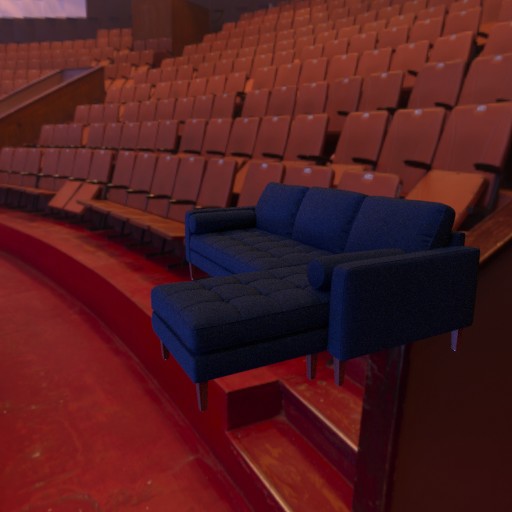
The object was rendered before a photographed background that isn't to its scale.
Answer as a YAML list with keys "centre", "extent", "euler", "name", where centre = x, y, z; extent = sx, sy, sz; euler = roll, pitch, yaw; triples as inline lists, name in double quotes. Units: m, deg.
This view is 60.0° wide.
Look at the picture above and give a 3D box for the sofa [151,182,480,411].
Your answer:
- centre: [0.000, 0.000, 2.969]
  extent: [1.613, 0.841, 2.185]
  euler: [-7, 15, -27]
  name: "sofa"
